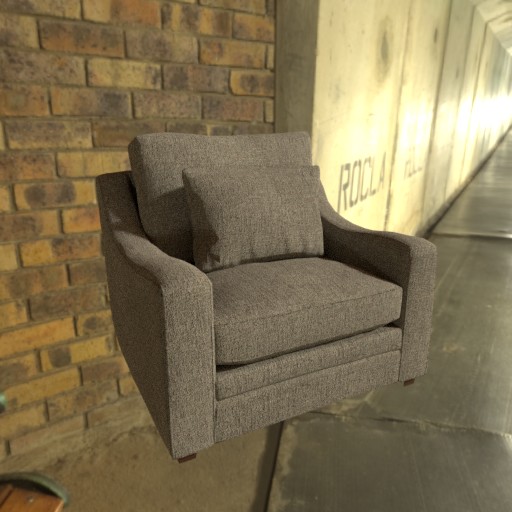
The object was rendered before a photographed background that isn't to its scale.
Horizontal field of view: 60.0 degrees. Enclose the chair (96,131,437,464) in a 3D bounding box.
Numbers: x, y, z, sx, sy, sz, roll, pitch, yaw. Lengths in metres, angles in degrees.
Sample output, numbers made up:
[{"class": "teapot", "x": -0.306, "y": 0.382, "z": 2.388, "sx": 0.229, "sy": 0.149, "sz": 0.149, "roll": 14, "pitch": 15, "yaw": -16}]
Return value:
[{"class": "chair", "x": 0.000, "y": 0.000, "z": 1.913, "sx": 1.138, "sy": 1.037, "sz": 1.009, "roll": -8, "pitch": 18, "yaw": -26}]
